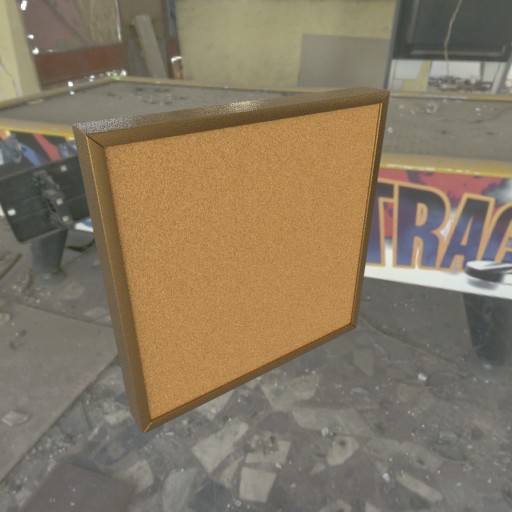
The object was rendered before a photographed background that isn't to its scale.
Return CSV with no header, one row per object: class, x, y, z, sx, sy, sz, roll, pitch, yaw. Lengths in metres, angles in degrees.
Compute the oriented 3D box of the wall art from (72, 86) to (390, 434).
wall art,0.000,0.000,0.464,0.305,0.305,0.037,-19,35,-29
